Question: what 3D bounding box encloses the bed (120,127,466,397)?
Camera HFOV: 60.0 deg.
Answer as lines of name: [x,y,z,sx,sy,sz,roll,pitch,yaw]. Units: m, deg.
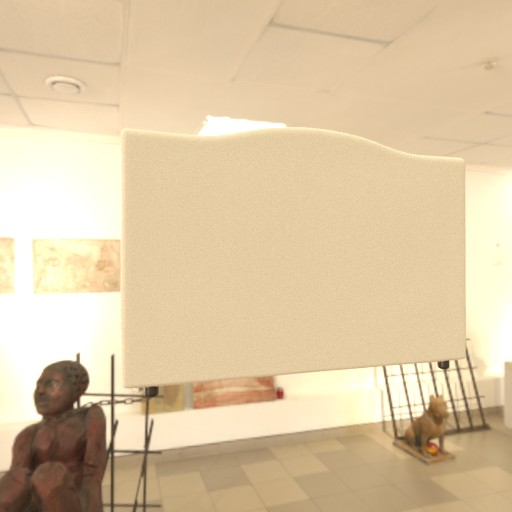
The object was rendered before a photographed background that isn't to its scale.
bed: [0.000,0.000,3.484,2.083,1.421,2.182,0,0,-18]
